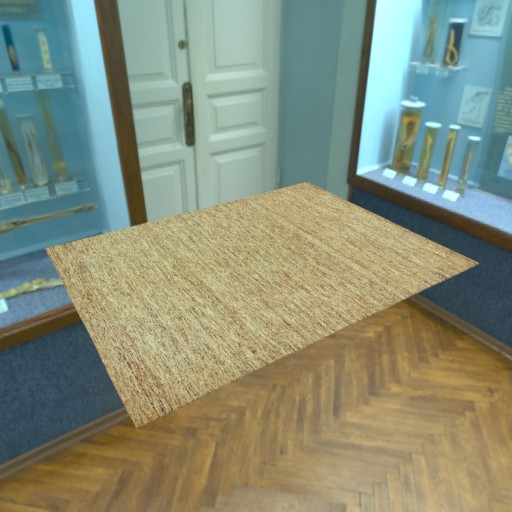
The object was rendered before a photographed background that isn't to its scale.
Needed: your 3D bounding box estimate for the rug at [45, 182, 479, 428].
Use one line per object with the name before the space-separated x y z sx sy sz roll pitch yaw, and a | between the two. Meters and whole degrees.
rug | 0.000 0.000 4.096 3.200 0.012 2.438 -18 35 -28
